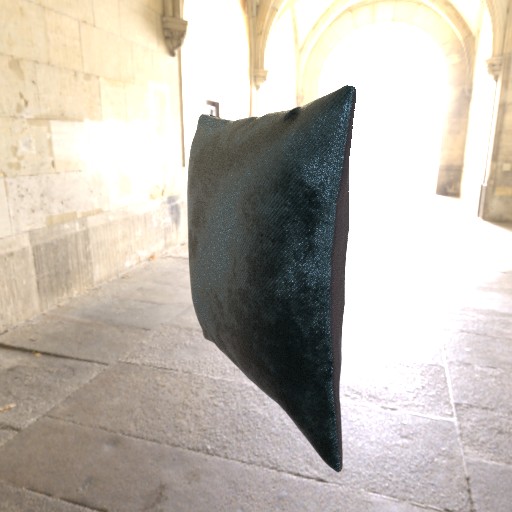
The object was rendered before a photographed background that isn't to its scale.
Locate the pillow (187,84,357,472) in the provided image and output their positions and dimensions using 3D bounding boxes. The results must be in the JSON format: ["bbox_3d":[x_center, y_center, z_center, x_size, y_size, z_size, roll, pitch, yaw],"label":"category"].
[{"bbox_3d":[0.000,0.000,0.646,0.138,0.430,0.436,-7,16,-26],"label":"pillow"}]
